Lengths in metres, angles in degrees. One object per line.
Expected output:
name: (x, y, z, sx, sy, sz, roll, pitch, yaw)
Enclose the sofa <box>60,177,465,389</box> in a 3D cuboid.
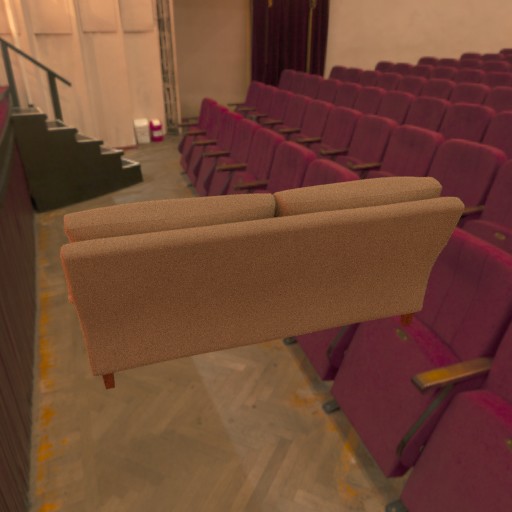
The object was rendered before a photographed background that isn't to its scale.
sofa: (0.000, 0.000, 2.698, 2.070, 0.997, 1.091, -8, 28, -16)
